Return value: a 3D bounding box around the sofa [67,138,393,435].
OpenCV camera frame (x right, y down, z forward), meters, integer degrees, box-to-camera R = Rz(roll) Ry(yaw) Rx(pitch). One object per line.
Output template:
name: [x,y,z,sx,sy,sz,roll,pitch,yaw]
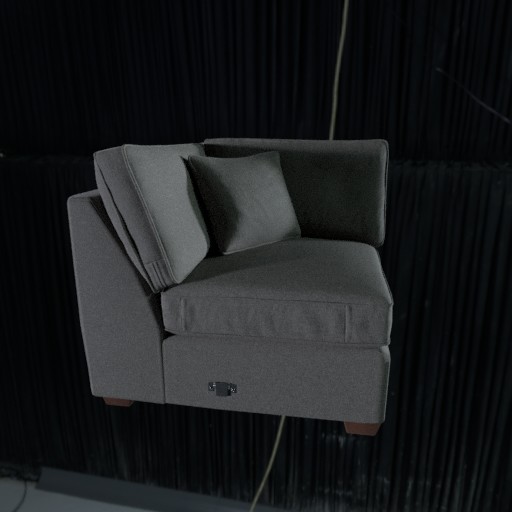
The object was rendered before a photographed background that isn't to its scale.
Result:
sofa: [0.000,0.000,1.972,1.146,1.002,1.084,2,16,9]
